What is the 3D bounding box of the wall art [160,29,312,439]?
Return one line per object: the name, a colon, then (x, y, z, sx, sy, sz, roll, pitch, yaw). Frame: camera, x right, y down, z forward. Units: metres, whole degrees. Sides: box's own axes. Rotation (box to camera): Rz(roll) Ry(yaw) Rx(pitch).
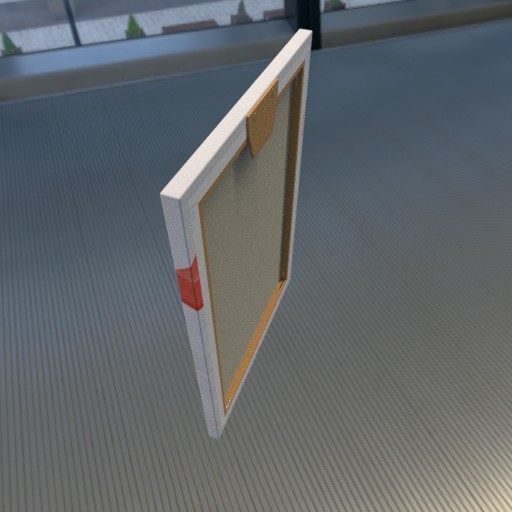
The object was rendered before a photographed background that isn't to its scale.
wall art: (0.000, 0.000, 1.091, 0.036, 0.848, 0.613, 16, 49, 14)
